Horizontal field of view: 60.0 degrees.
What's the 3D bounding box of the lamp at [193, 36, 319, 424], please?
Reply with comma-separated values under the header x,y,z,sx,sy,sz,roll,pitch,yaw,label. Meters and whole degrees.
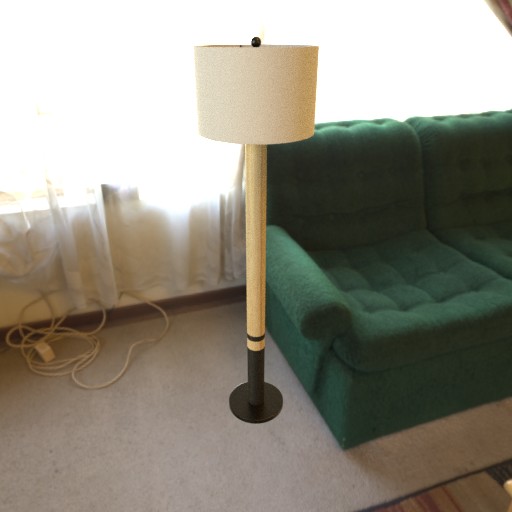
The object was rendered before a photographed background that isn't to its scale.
x,y,z,sx,sy,sz,roll,pitch,yaw,label
0.000,0.000,1.665,0.381,1.478,0.381,-18,32,-31,lamp
